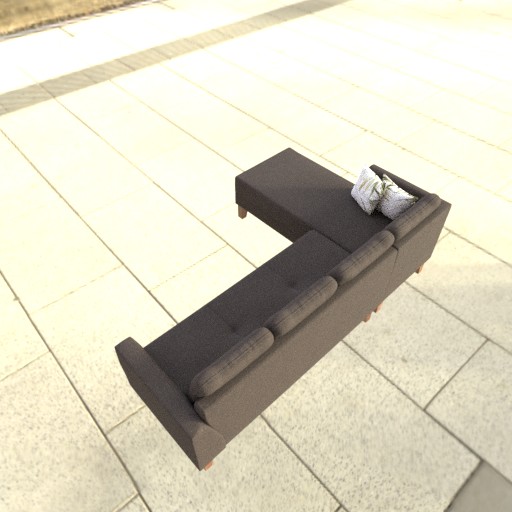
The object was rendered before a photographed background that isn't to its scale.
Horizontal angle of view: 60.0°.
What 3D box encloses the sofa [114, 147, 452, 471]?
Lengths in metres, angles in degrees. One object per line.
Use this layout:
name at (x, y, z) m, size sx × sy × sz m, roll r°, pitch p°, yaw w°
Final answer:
sofa at (0.000, 0.000, 3.625) m, size 2.679 × 0.932 × 1.829 m, roll -34°, pitch 55°, yaw -28°
